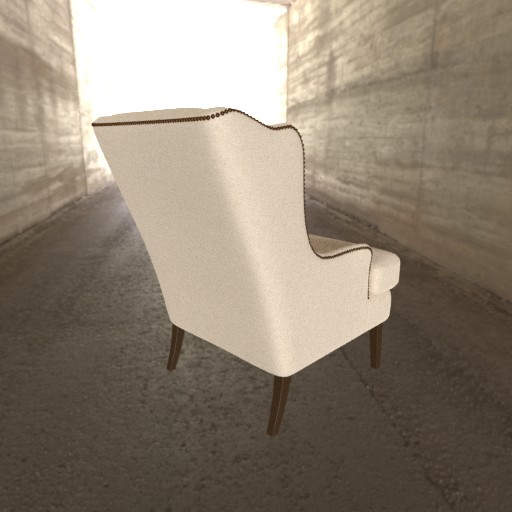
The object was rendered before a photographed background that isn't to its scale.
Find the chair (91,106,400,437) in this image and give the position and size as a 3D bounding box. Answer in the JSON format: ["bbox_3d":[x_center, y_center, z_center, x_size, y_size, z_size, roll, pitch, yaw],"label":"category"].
[{"bbox_3d":[0.000,0.000,1.694,0.940,1.029,0.737,-14,20,-42],"label":"chair"}]
